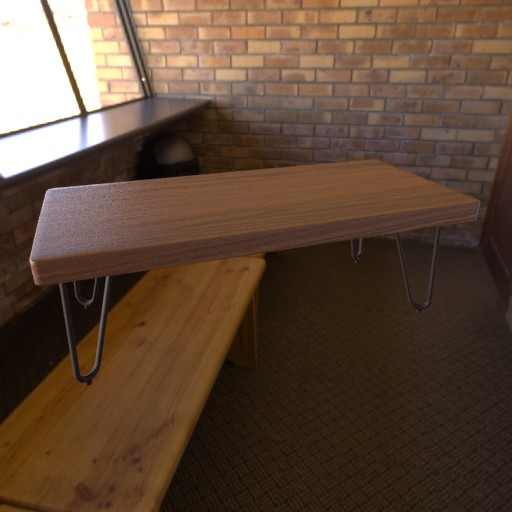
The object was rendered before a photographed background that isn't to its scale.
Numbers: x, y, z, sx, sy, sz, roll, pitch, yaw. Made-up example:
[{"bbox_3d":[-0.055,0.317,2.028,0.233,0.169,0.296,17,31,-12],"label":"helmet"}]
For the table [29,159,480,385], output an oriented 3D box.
[{"bbox_3d":[0.000,0.000,1.631,1.375,0.468,0.637,-9,27,-17],"label":"table"}]
